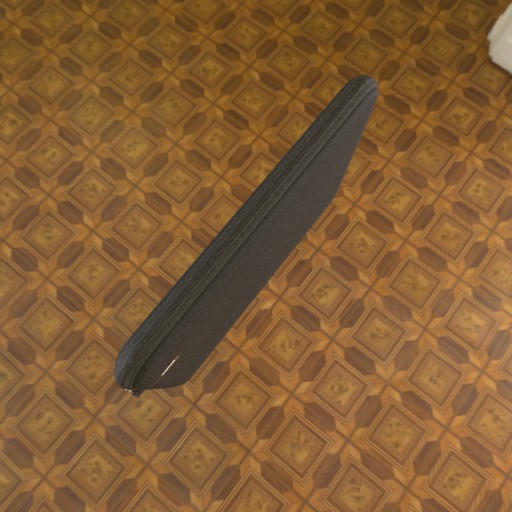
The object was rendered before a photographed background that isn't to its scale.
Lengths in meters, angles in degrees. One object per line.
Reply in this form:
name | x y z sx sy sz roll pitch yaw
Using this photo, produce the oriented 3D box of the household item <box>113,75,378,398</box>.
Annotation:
household item | 0.000 0.000 0.530 0.030 0.305 0.396 37 78 10
